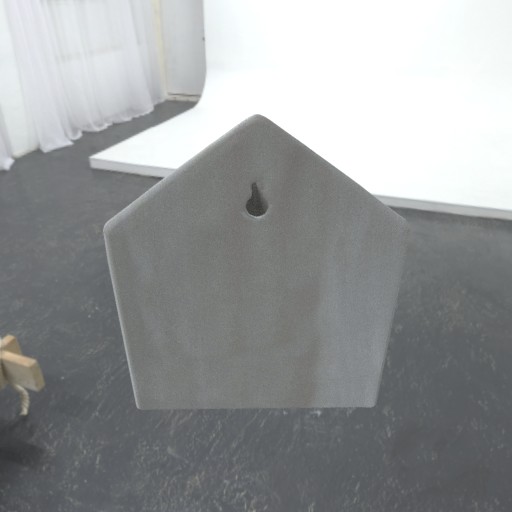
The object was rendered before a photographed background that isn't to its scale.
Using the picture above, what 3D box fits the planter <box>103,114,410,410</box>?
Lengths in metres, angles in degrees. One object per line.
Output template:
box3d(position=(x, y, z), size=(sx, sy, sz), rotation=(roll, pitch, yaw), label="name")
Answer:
box3d(position=(0.000, 0.000, 0.283), size=(0.163, 0.194, 0.080), rotation=(0, 30, -1), label="planter")
